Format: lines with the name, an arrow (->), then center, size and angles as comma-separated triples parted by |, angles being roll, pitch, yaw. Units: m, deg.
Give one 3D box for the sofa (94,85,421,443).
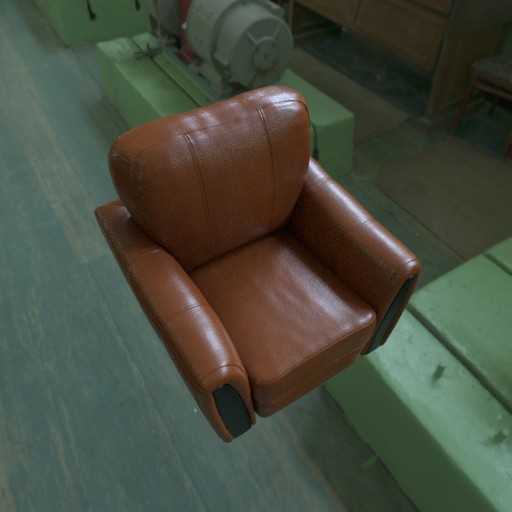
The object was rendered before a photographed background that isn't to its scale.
sofa -> 0.000, 0.000, 1.511 | 0.836, 0.876, 0.789 | -25, 52, -21
